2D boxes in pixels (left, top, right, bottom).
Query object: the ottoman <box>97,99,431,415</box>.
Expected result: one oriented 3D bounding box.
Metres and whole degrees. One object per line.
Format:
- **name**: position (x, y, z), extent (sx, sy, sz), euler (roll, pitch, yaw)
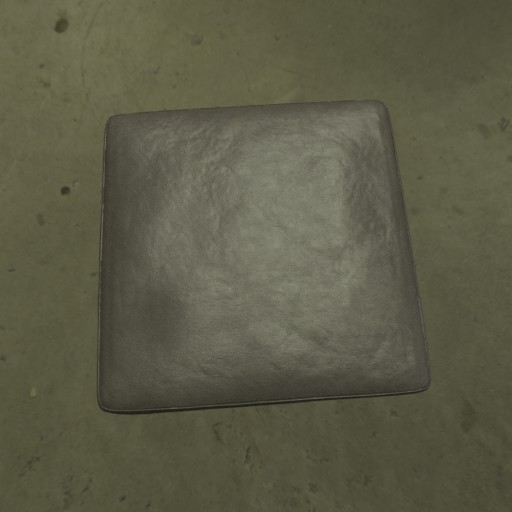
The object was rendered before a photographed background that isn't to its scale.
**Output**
- **ottoman**: position (0.000, 0.000, 1.317), extent (0.844, 0.415, 0.836), euler (-3, 75, -1)
